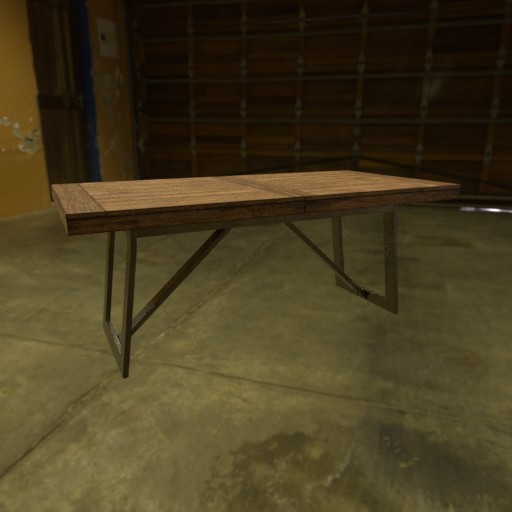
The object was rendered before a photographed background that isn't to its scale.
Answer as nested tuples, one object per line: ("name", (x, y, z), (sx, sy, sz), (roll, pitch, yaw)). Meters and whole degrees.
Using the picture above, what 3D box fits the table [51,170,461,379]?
("table", (0.000, 0.000, 2.362), (1.867, 0.757, 0.931), (-8, 18, -26))
